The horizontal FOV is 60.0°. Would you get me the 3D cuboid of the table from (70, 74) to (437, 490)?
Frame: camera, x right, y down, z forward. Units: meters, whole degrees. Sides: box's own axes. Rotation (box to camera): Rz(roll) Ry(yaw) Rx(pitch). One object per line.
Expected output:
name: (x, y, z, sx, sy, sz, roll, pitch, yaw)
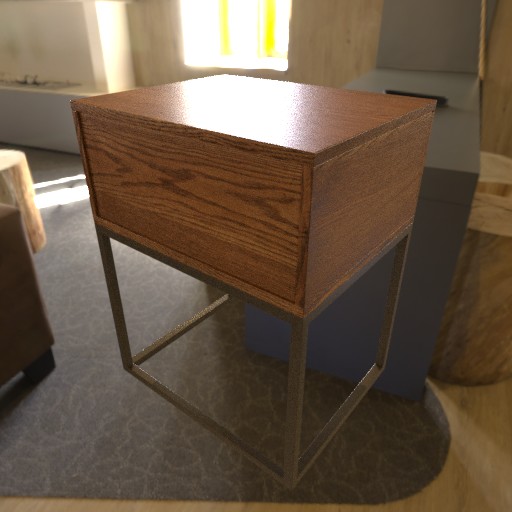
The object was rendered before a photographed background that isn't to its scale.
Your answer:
table: (0.000, 0.000, 0.900, 0.482, 0.610, 0.400, 22, 36, 33)
